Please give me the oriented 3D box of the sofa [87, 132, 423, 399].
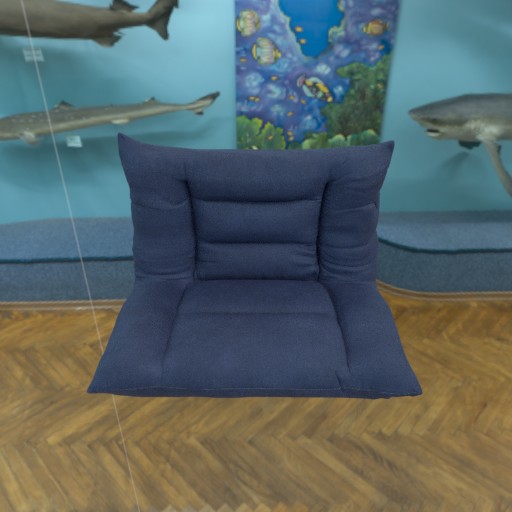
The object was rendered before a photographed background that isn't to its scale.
[{"bbox_3d":[0.000,0.000,1.691,1.122,0.778,0.849,0,30,0],"label":"sofa"}]
